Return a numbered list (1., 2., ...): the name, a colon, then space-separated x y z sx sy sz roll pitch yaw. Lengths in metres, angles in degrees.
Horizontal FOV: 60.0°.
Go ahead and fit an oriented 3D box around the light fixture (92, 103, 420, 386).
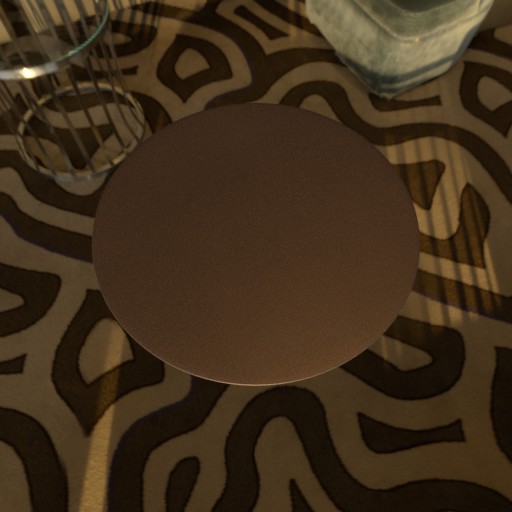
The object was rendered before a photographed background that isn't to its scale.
1. light fixture: 0.000 0.000 0.442 0.280 0.135 0.280 0 62 0
